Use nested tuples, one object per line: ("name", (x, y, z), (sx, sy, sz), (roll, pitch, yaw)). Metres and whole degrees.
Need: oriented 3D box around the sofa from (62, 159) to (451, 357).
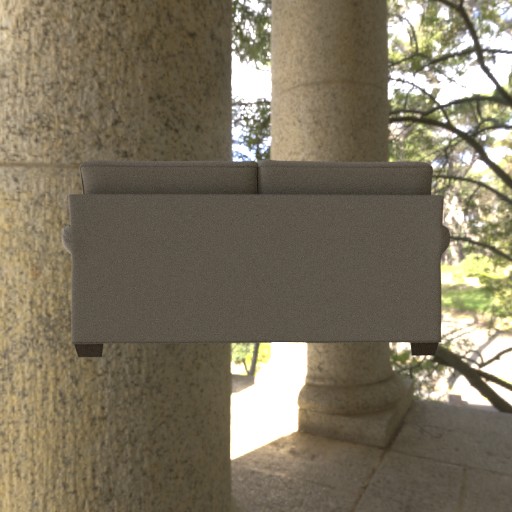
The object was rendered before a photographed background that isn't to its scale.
("sofa", (0.000, 0.000, 2.518), (1.930, 0.952, 0.940), (0, 0, -1))
